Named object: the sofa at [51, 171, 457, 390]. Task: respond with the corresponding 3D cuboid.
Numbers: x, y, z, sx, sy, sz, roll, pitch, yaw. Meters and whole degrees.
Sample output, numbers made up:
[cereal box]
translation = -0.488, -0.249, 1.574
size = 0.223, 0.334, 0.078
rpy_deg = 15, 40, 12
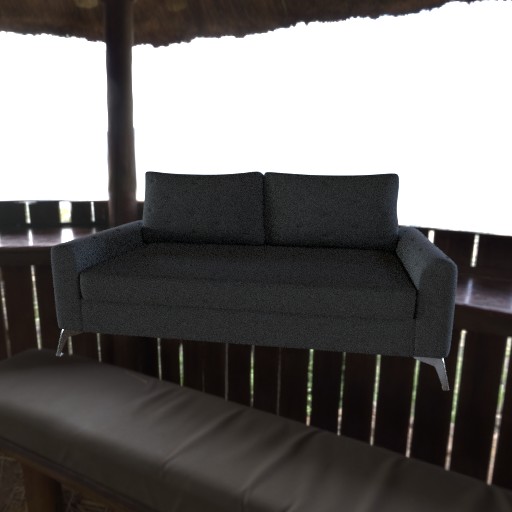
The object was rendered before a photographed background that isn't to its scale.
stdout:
[sofa]
translation = 0.000, 0.000, 2.139
size = 1.650, 0.790, 0.920
rpy_deg = 2, 12, 10
